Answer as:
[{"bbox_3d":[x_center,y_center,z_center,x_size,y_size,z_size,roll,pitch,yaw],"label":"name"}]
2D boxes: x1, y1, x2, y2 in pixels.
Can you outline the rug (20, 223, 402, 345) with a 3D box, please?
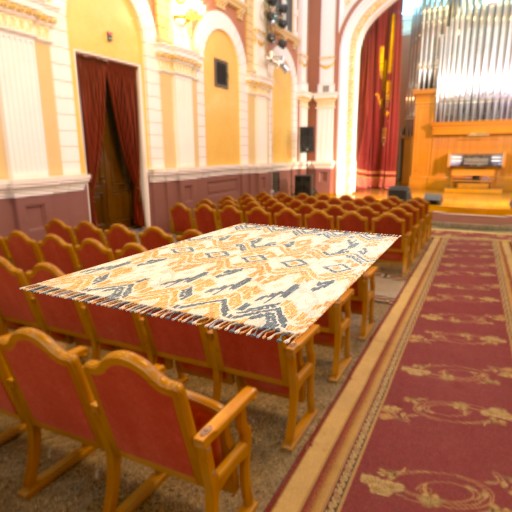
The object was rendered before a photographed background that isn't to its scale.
[{"bbox_3d":[0.000,0.000,3.010,1.533,0.010,2.428,7,15,26],"label":"rug"}]
